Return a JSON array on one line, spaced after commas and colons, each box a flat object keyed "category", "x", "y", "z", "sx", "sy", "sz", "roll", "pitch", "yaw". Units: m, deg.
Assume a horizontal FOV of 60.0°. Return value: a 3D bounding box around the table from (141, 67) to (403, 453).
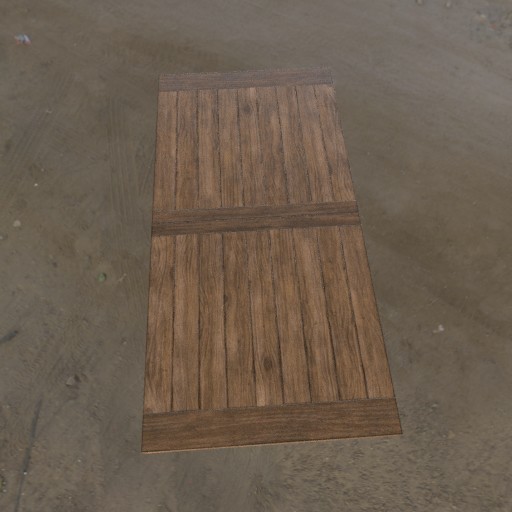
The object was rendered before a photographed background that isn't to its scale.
[{"category": "table", "x": 0.000, "y": 0.000, "z": 2.326, "sx": 0.931, "sy": 0.757, "sz": 1.867, "roll": -3, "pitch": 63, "yaw": -2}]
